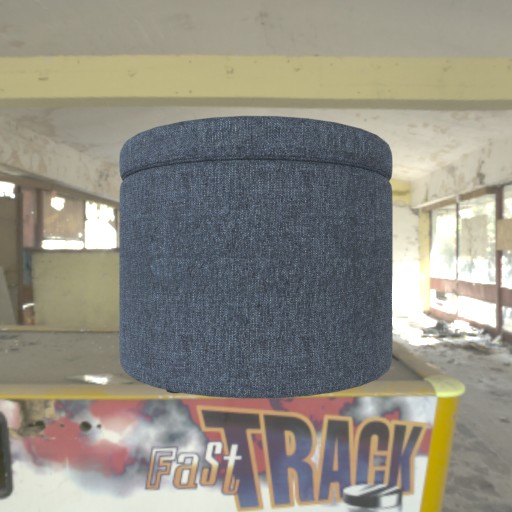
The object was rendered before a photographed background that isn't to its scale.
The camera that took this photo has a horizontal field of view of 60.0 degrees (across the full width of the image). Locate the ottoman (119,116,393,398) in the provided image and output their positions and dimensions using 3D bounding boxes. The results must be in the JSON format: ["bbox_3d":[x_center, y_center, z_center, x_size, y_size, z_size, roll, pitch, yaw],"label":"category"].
[{"bbox_3d":[0.000,0.000,0.850,0.500,0.419,0.500,0,0,0],"label":"ottoman"}]
